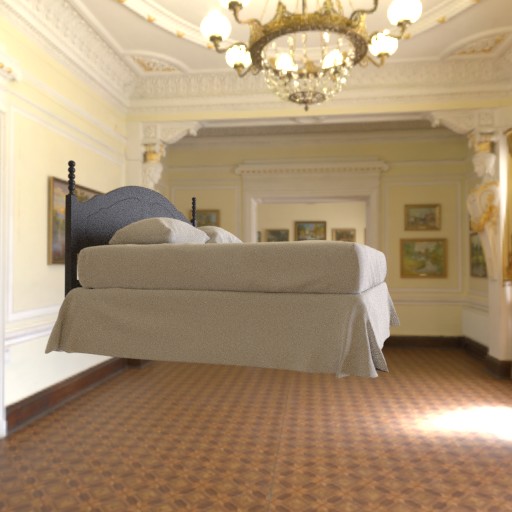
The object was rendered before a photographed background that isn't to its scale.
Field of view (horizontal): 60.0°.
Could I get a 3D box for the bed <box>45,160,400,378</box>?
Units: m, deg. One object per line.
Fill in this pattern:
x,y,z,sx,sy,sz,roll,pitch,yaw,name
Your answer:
0.000,0.000,3.683,2.219,1.355,2.322,0,-1,20,bed
